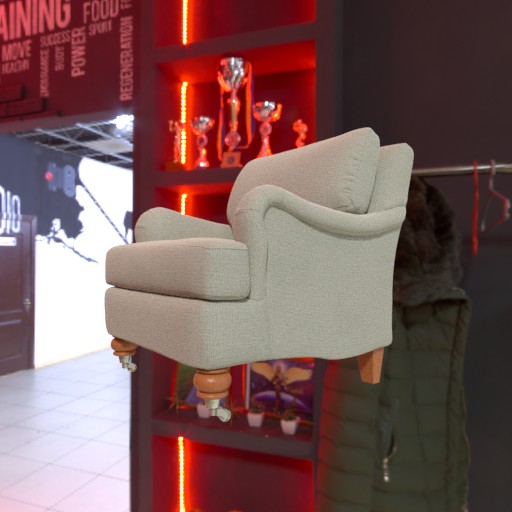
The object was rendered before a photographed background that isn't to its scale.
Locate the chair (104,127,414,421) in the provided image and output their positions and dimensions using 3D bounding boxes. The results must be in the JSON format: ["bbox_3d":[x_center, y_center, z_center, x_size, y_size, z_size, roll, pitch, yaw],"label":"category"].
[{"bbox_3d":[0.000,0.000,1.933,1.070,1.038,0.955,0,0,-37],"label":"chair"}]
